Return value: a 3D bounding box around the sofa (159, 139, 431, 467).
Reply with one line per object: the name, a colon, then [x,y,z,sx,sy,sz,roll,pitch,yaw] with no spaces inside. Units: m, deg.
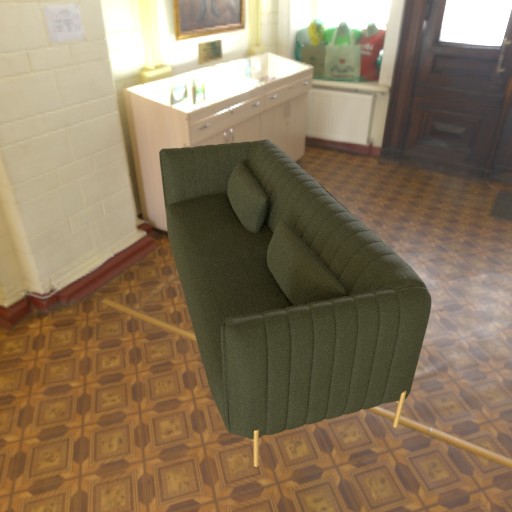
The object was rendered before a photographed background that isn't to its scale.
sofa: [0.000,0.000,2.656,0.896,0.793,2.137,-9,33,-14]
